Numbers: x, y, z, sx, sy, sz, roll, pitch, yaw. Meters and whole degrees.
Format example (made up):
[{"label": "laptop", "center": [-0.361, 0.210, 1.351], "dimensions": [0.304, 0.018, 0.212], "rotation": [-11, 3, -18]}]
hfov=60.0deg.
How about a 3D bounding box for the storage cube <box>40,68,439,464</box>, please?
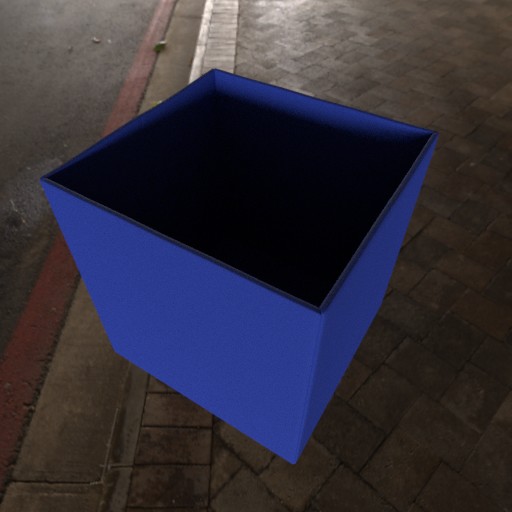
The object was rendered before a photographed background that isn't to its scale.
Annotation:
[{"label": "storage cube", "center": [0.000, 0.000, 0.502], "dimensions": [0.270, 0.280, 0.270], "rotation": [24, 51, 21]}]
